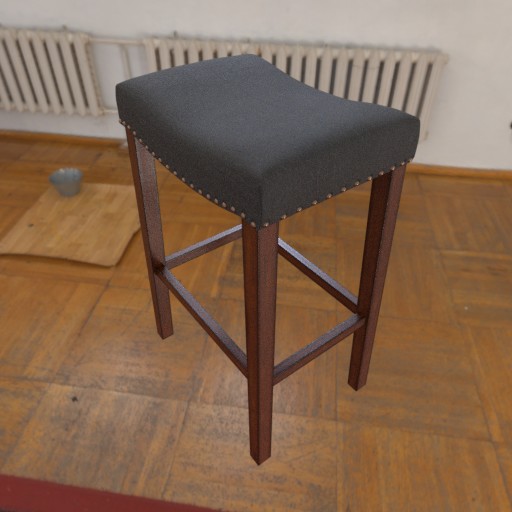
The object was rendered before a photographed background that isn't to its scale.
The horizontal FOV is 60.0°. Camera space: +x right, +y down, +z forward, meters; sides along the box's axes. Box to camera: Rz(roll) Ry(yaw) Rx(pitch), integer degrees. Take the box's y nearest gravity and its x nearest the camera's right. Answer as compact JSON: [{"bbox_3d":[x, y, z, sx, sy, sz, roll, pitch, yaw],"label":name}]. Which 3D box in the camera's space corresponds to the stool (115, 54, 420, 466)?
[{"bbox_3d":[0.000,0.000,1.028,0.366,0.760,0.502,-26,46,-28],"label":"stool"}]
